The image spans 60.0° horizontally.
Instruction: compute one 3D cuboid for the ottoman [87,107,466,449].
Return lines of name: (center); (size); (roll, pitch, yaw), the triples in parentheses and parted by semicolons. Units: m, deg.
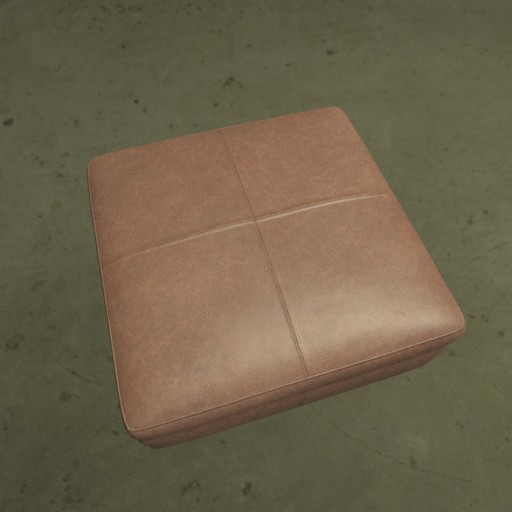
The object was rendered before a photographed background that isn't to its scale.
ottoman: (0.000, 0.000, 1.784); (1.168, 0.490, 1.168); (-15, 61, -8)
